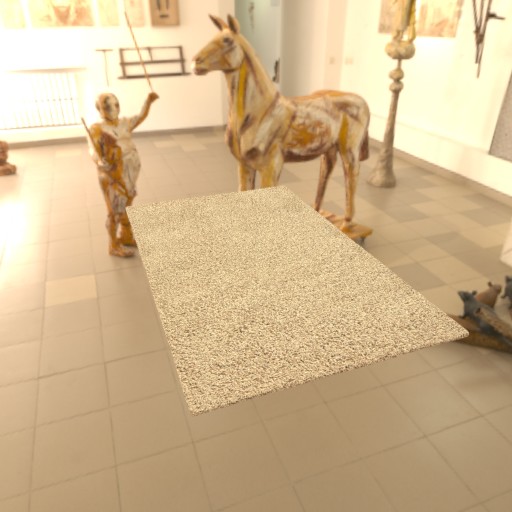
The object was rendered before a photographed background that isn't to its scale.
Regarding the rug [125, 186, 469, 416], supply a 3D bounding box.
[{"bbox_3d":[0.000,0.000,3.127,1.524,0.030,2.438,-10,31,-18],"label":"rug"}]
